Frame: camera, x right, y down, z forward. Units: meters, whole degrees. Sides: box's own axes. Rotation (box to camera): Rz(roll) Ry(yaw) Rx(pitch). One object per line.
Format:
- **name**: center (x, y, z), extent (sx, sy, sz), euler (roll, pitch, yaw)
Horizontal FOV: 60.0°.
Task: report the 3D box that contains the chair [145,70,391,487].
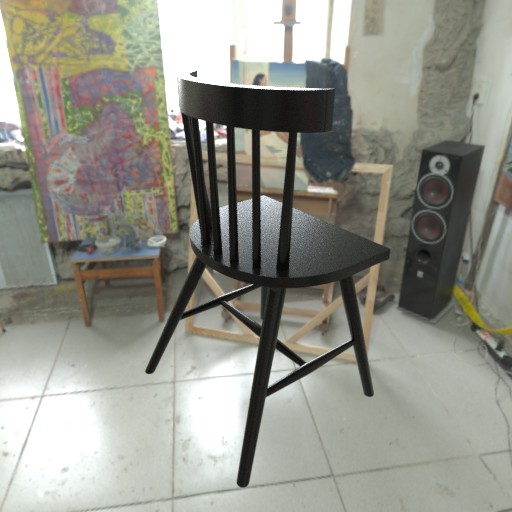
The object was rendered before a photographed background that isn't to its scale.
- **chair**: center (0.000, 0.000, 1.125), extent (0.483, 0.844, 0.506), euler (-20, 33, -33)
